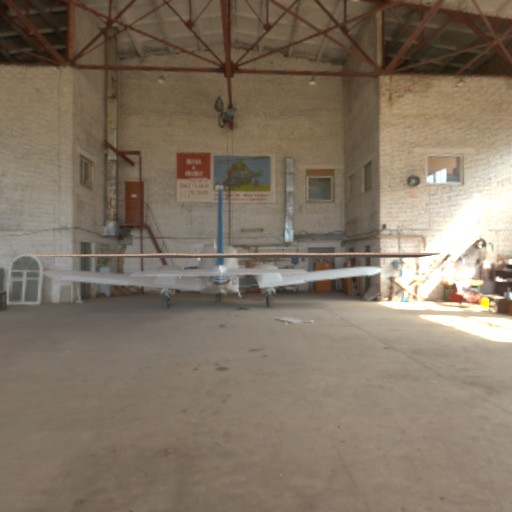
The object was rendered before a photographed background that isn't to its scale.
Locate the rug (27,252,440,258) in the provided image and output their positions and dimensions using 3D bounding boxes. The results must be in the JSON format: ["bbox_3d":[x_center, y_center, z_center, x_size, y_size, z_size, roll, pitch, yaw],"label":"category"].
[{"bbox_3d":[0.000,0.000,4.231,3.057,0.021,2.431,0,-1,17],"label":"rug"}]
